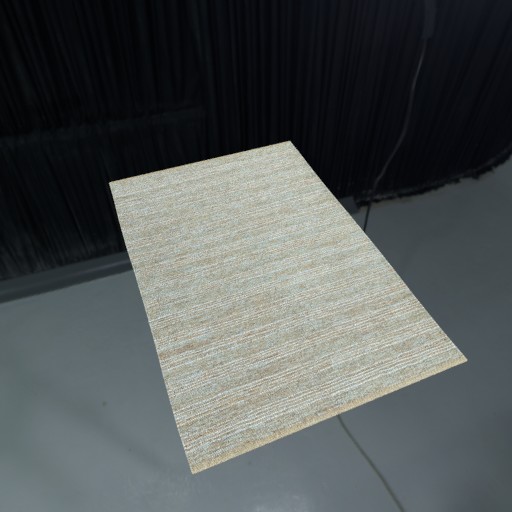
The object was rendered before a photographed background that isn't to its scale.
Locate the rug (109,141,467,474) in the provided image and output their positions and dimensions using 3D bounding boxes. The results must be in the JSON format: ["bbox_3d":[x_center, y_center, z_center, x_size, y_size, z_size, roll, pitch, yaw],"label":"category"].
[{"bbox_3d":[0.000,0.000,2.332,1.240,0.010,1.824,-16,49,-15],"label":"rug"}]
